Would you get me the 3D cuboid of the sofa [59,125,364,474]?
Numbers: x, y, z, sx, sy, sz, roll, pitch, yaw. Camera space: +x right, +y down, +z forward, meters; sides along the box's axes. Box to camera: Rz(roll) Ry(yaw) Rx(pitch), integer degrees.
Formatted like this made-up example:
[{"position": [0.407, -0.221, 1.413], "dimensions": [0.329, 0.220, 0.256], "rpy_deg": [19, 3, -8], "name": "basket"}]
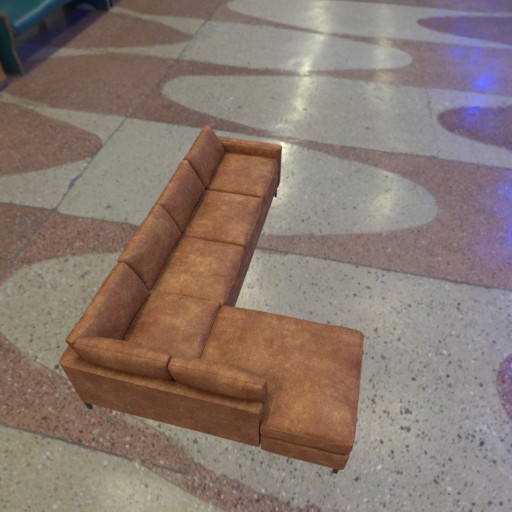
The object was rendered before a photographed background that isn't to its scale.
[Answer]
[{"position": [0.000, 0.000, 3.838], "dimensions": [1.938, 0.877, 2.984], "rpy_deg": [10, 46, 10], "name": "sofa"}]
